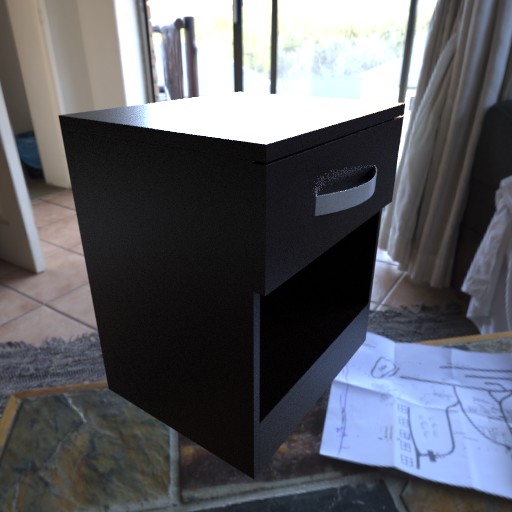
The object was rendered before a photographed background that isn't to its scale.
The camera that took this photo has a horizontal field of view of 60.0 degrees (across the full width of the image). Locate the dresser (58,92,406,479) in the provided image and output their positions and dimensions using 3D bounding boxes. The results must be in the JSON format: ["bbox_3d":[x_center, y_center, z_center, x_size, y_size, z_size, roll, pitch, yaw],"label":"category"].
[{"bbox_3d":[0.000,0.000,0.743,0.360,0.470,0.400,17,30,31],"label":"dresser"}]
